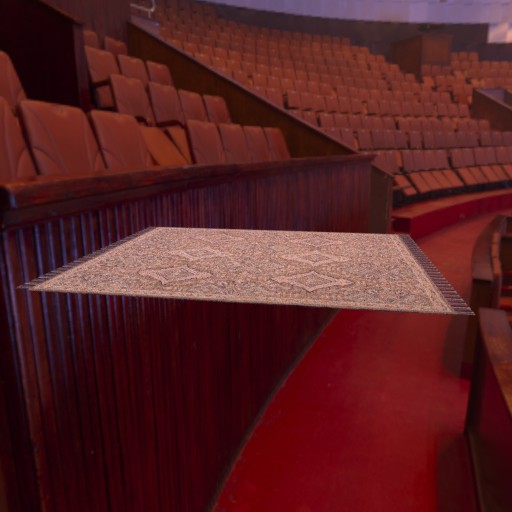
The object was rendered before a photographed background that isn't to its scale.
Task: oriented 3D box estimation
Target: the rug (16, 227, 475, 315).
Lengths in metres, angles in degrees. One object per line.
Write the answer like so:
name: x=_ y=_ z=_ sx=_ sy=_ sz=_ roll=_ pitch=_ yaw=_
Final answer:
rug: x=0.000 y=0.000 z=4.041 sx=3.056 sy=0.010 sz=2.437 roll=2 pitch=14 yaw=9
